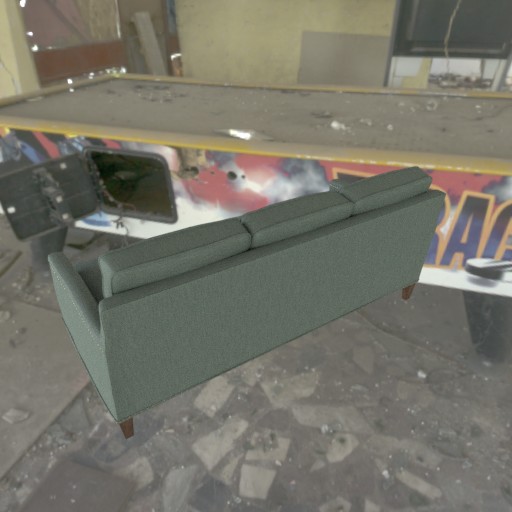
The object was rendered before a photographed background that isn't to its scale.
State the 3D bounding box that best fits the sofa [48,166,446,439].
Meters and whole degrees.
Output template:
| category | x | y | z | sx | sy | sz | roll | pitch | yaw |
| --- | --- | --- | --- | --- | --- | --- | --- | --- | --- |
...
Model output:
| category | x | y | z | sx | sy | sz | roll | pitch | yaw |
| --- | --- | --- | --- | --- | --- | --- | --- | --- | --- |
| sofa | 0.000 | 0.000 | 2.782 | 2.246 | 1.003 | 1.084 | -19 | 35 | -29 |
